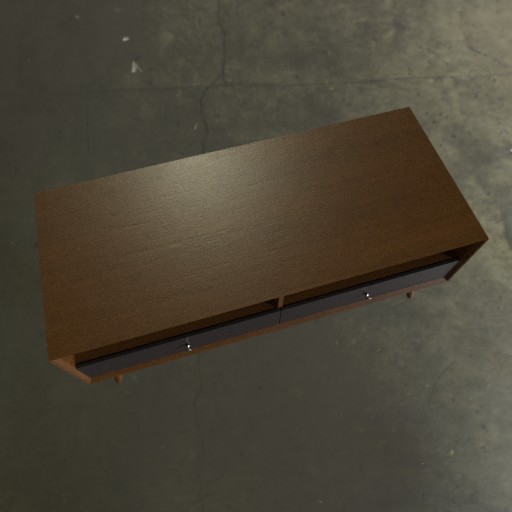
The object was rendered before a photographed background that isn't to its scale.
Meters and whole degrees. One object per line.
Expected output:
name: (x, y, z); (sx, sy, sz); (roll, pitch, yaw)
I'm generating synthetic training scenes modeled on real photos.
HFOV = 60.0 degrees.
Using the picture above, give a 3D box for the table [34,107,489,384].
table: (0.000, 0.000, 1.384); (1.119, 0.464, 0.490); (-15, 64, -7)
